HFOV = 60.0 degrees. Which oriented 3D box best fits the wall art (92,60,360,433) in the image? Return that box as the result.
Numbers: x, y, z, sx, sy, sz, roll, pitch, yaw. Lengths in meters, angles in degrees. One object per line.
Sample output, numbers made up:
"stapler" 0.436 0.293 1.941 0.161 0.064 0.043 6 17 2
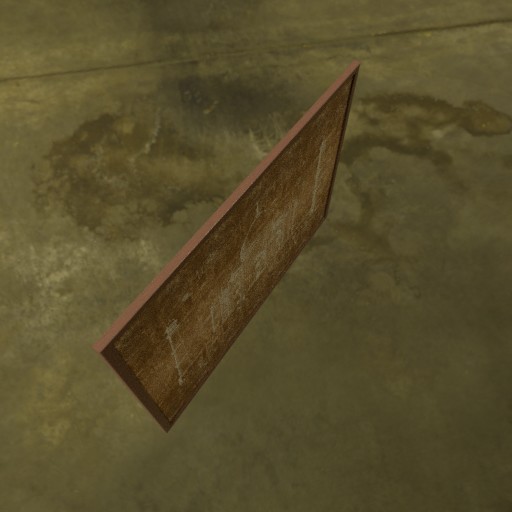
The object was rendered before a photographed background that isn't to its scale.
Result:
"wall art" 0.000 0.000 0.847 0.014 0.455 0.660 29 62 18
